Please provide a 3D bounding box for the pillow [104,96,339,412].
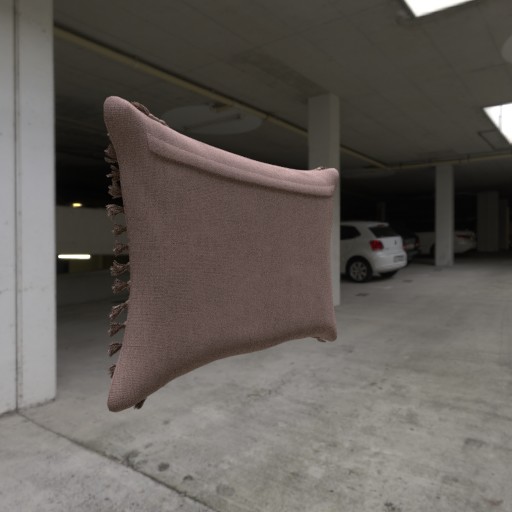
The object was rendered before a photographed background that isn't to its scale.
[{"bbox_3d":[0.000,0.000,0.595,0.084,0.305,0.466,0,1,37],"label":"pillow"}]
